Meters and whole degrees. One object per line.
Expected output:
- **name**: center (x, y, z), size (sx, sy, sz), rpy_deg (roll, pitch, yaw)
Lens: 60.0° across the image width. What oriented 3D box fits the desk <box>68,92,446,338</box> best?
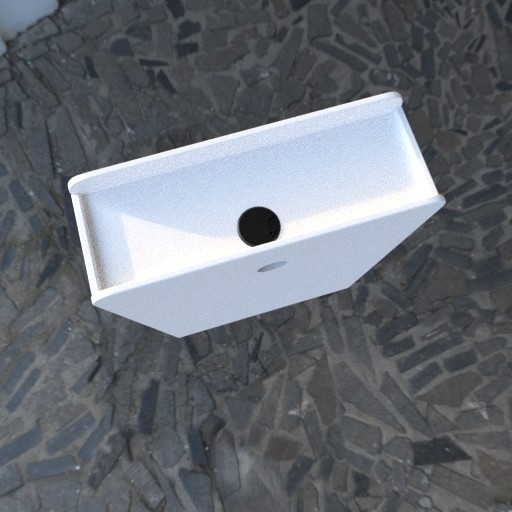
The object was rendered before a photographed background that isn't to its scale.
- **desk**: center (0.000, 0.000, 1.523), size (0.795, 1.190, 0.278), rpy_deg (-16, 76, -4)
